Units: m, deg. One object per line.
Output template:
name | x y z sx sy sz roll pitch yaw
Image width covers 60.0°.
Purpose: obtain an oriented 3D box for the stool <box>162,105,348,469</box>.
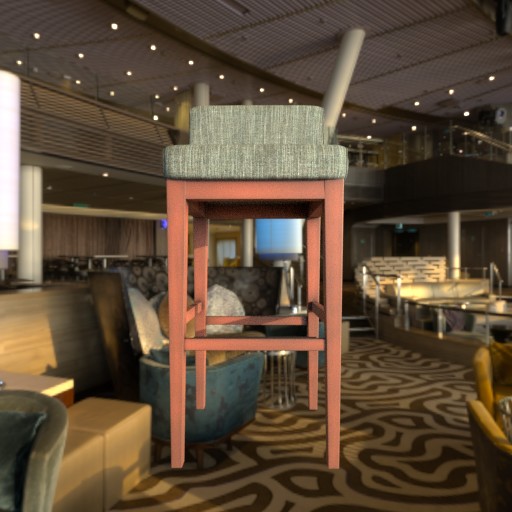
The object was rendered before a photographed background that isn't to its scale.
stool | 0.000 0.000 1.225 0.426 0.965 0.499 0 0 1
